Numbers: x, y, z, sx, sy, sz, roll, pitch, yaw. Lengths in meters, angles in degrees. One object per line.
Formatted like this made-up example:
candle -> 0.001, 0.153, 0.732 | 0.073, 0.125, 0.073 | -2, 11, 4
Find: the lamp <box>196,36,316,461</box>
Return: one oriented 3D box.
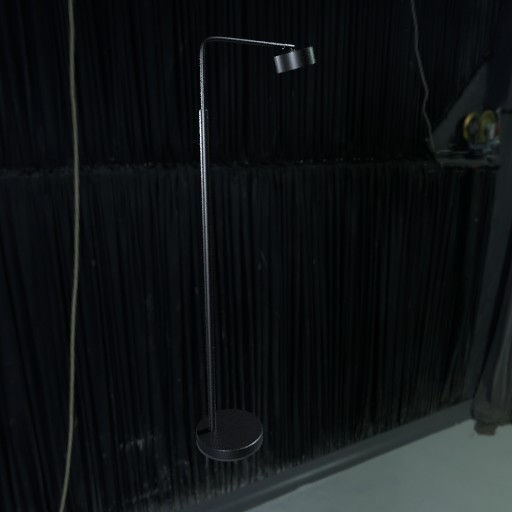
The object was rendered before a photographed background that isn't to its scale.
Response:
lamp -> 0.000, 0.000, 1.366 | 0.418, 1.230, 0.219 | -8, 17, -28
